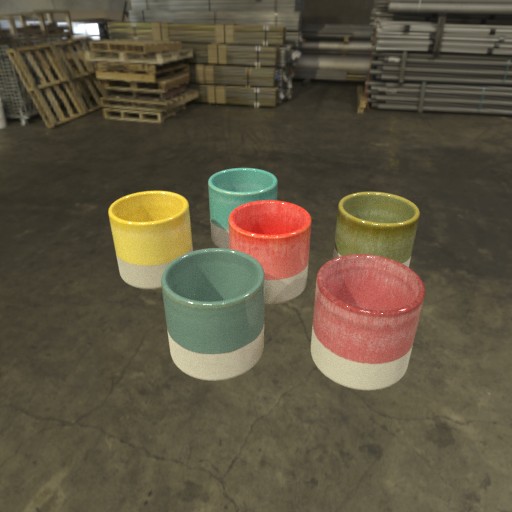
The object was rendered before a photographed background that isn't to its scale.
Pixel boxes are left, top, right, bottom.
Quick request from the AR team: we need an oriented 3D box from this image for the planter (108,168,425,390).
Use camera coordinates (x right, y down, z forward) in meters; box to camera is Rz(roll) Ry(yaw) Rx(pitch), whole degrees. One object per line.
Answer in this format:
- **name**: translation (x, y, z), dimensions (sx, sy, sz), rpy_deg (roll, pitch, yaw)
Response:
- **planter**: translation (0.000, 0.000, 0.414), dimensions (0.286, 0.075, 0.257), rpy_deg (7, 32, 12)
